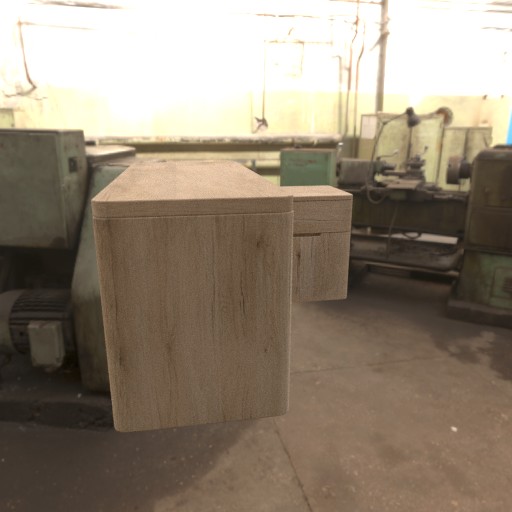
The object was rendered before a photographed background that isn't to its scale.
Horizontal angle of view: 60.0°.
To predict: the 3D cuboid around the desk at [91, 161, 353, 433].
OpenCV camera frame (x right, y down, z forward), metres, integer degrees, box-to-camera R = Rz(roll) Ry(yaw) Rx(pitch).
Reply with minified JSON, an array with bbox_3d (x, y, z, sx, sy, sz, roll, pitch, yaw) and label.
[{"bbox_3d":[0.000,0.000,2.077,1.175,0.770,1.400,-3,16,-10],"label":"desk"}]
